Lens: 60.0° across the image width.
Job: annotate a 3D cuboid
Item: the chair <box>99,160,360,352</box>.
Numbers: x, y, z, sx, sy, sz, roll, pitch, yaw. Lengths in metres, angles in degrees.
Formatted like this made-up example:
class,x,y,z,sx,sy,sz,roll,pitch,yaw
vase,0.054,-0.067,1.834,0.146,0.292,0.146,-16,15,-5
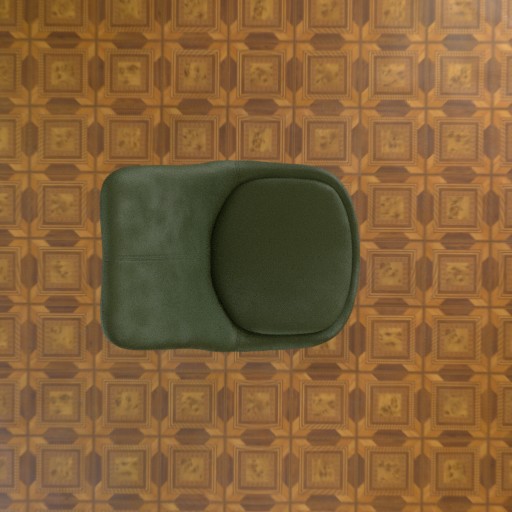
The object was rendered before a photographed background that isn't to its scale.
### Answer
class,x,y,z,sx,sy,sz,roll,pitch,yaw
chair,0.000,0.000,1.195,0.547,0.865,0.483,0,91,0
